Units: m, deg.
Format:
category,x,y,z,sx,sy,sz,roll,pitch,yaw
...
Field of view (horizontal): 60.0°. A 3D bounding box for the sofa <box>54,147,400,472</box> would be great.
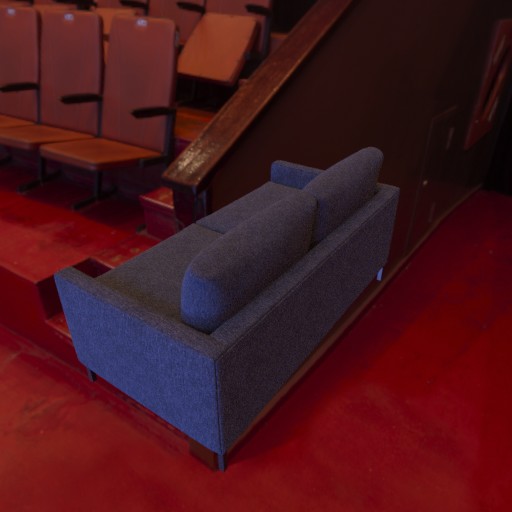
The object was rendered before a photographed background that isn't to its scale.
category,x,y,z,sx,sy,sz,roll,pitch,yaw
sofa,0.000,0.000,2.271,0.866,0.862,1.716,20,37,29
